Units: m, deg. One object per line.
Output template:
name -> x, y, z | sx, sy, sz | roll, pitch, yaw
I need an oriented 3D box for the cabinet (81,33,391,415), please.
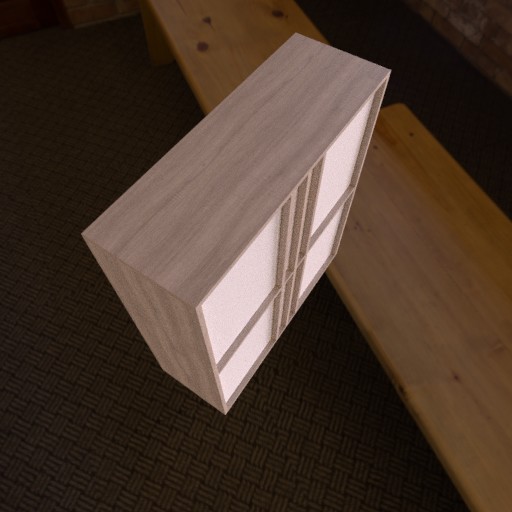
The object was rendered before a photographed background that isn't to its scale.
cabinet -> 0.000, 0.000, 1.978 | 0.398, 1.388, 1.111 | 30, 63, 17
